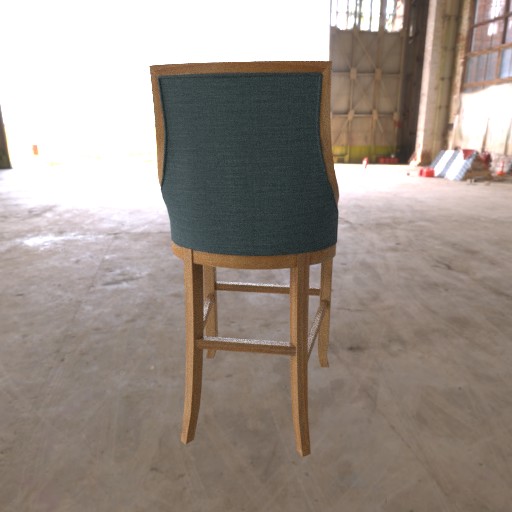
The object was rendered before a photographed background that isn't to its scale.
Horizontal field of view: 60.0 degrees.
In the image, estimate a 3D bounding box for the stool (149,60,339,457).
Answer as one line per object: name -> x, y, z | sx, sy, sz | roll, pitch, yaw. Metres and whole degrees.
stool -> 0.000, 0.000, 1.449 | 0.524, 1.101, 0.626 | 2, 16, 8
